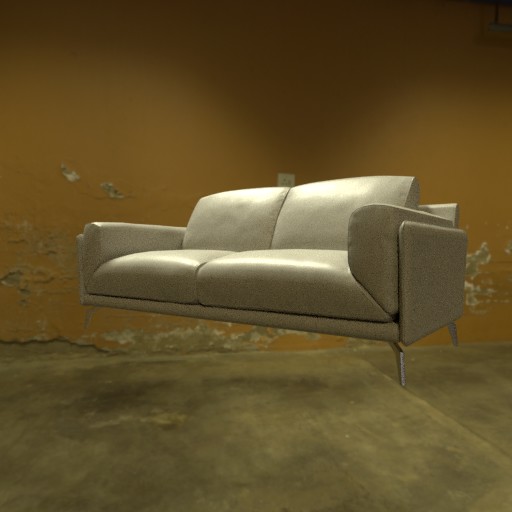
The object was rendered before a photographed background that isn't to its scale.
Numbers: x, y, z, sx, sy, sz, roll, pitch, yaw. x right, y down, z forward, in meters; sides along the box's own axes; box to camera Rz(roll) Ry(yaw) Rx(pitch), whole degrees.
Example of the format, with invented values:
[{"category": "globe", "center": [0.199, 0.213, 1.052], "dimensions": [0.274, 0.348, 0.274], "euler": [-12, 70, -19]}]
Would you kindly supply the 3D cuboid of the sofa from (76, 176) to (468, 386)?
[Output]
[{"category": "sofa", "center": [0.000, 0.000, 2.592], "dimensions": [2.101, 0.930, 1.049], "euler": [0, 1, 36]}]
